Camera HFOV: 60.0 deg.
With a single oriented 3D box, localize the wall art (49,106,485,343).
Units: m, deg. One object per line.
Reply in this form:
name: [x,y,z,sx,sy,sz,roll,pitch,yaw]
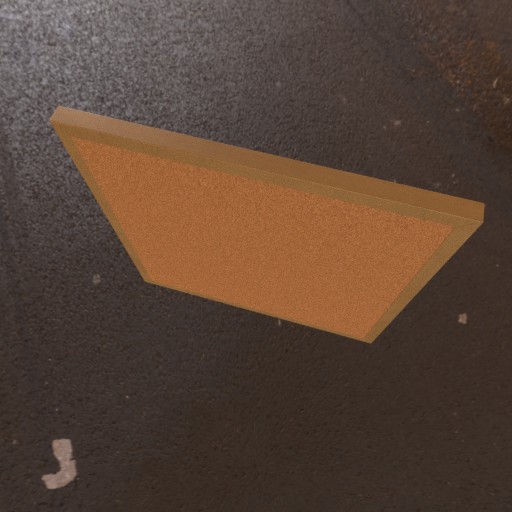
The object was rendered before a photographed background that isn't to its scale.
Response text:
wall art: [0.000,0.000,1.101,0.763,0.763,0.037,14,65,7]
